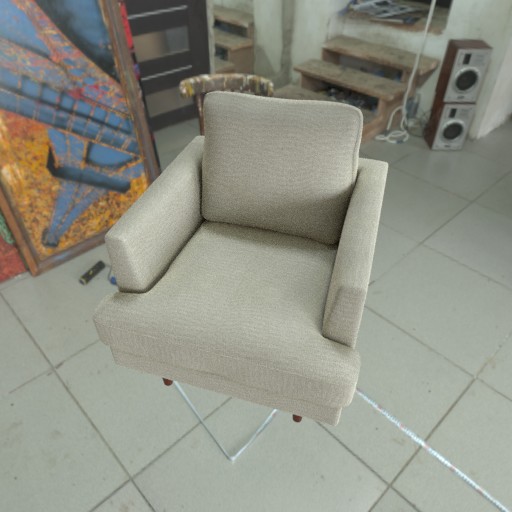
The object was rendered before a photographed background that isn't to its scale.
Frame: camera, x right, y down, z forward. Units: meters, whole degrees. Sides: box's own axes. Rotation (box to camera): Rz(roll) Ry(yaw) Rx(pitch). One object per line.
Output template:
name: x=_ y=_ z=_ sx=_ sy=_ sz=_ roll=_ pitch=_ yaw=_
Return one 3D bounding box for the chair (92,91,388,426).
chair: x=0.000 y=0.000 z=1.634 sx=0.858 sy=0.957 sz=0.899 roll=11 pitch=42 yaw=13
